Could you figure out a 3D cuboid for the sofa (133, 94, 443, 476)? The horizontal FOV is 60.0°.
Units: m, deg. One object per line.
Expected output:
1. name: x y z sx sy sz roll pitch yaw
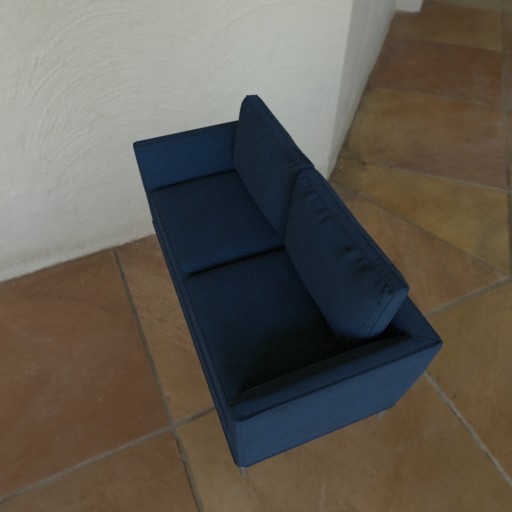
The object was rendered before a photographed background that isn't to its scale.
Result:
1. sofa: 0.000 0.000 2.295 0.853 1.002 1.770 -16 50 -14
